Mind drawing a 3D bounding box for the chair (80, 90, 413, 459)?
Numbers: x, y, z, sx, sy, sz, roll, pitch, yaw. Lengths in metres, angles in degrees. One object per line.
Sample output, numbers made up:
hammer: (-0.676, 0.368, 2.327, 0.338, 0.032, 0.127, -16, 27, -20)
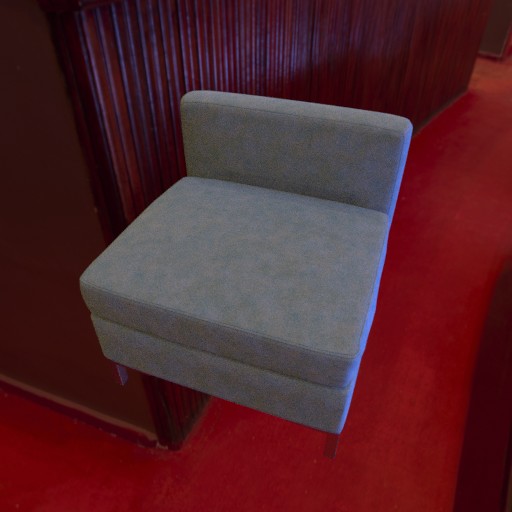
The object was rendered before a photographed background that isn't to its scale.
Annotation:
chair: (0.000, 0.000, 1.233, 0.684, 0.660, 0.685, 13, 41, 16)
